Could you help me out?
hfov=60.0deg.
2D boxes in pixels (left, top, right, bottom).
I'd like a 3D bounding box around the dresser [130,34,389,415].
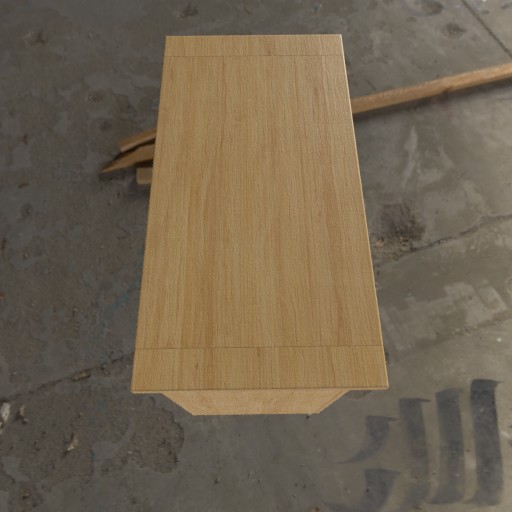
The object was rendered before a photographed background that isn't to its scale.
[{"bbox_3d":[0.000,0.000,1.200,0.410,0.730,0.800,-1,65,0],"label":"dresser"}]
